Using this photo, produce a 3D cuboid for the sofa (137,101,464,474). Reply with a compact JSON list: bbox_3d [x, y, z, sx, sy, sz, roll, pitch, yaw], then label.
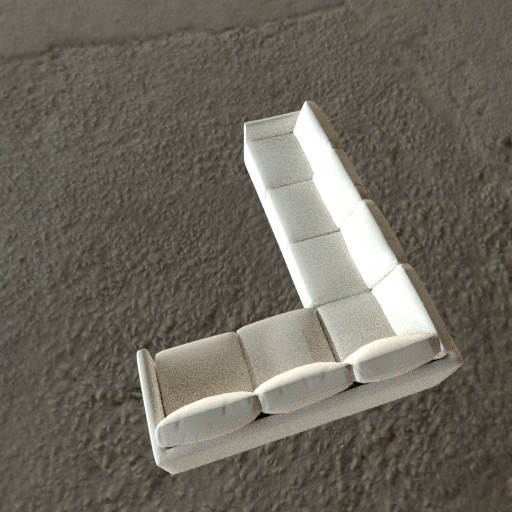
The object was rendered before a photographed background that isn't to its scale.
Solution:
[{"bbox_3d":[0.000,0.000,4.426,2.593,0.947,3.302,-15,59,-9],"label":"sofa"}]
